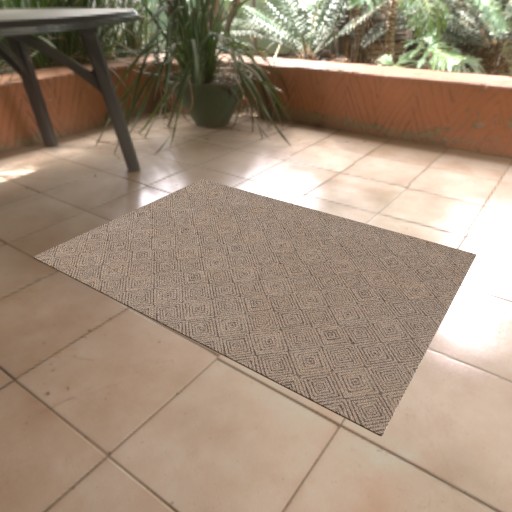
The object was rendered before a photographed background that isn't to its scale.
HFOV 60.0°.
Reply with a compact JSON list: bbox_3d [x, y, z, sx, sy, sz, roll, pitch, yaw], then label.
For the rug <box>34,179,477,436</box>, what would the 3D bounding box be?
[{"bbox_3d":[0.000,0.000,2.742,2.238,0.008,1.593,20,36,29],"label":"rug"}]
